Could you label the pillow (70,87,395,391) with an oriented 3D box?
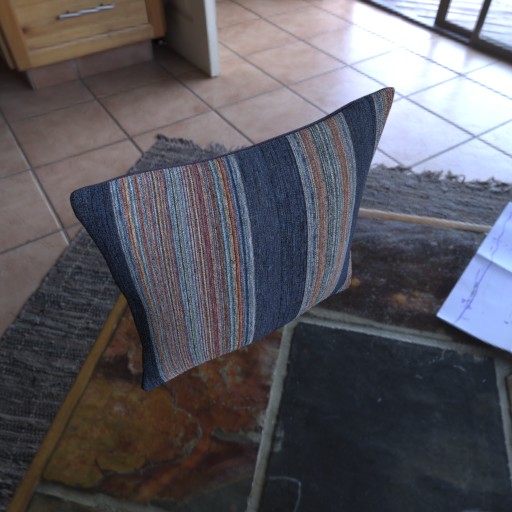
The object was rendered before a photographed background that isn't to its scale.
[{"bbox_3d":[0.000,0.000,0.657,0.437,0.419,0.136,-24,51,-21],"label":"pillow"}]
